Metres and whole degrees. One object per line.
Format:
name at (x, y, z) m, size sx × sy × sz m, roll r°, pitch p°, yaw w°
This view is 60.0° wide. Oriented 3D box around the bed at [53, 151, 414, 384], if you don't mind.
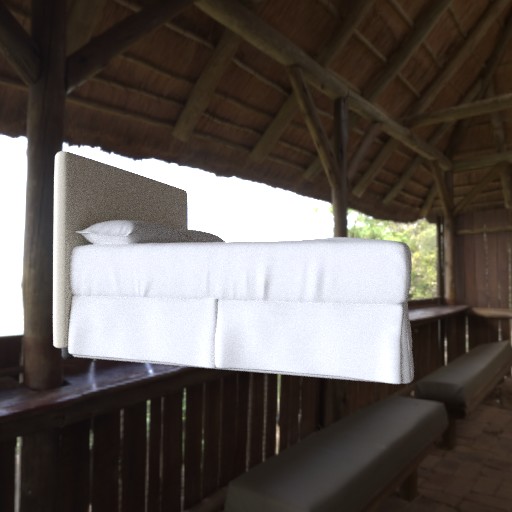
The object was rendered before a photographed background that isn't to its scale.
bed at (0.000, 0.000, 3.233) m, size 2.147 × 1.330 × 1.714 m, roll 0°, pitch -1°, yaw 19°
